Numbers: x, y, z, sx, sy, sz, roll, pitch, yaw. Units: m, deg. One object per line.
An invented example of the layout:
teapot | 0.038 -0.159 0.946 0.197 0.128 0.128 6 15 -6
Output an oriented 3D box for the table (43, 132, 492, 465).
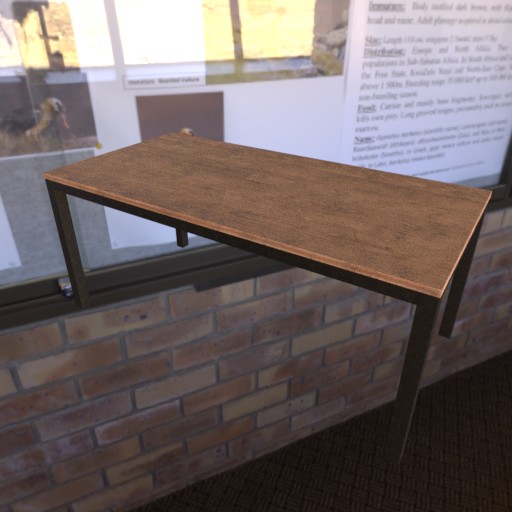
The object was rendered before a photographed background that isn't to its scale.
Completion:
table | 0.000 0.000 2.168 1.805 0.767 0.893 18 34 28
